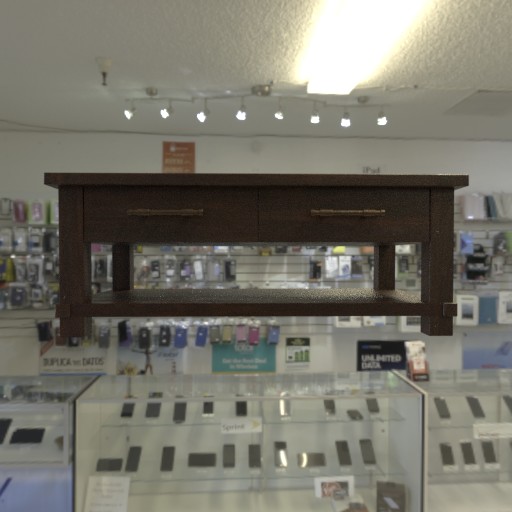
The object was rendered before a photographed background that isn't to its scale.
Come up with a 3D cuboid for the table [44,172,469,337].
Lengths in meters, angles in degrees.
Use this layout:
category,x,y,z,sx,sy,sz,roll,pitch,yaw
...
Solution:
category,x,y,z,sx,sy,sz,roll,pitch,yaw
table,0.000,0.000,1.663,1.270,0.494,0.700,0,0,-1
